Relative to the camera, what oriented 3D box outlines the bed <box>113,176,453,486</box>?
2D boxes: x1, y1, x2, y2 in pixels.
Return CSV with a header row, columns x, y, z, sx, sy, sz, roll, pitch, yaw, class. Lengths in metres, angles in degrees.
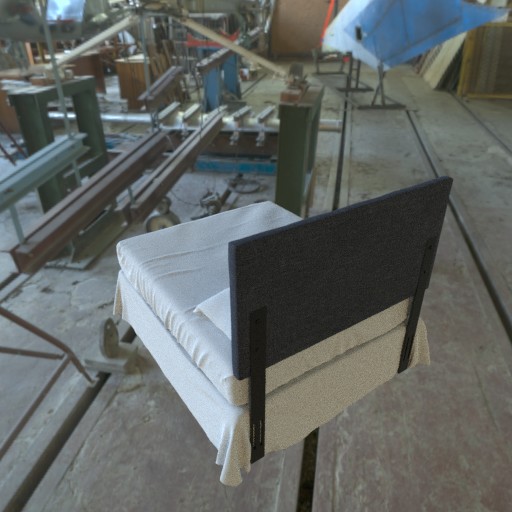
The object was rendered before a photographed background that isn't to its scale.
x,y,z,sx,sy,sz,roll,pitch,yaw,class
0.000,0.000,3.501,1.936,1.577,2.222,-19,35,-29,bed
